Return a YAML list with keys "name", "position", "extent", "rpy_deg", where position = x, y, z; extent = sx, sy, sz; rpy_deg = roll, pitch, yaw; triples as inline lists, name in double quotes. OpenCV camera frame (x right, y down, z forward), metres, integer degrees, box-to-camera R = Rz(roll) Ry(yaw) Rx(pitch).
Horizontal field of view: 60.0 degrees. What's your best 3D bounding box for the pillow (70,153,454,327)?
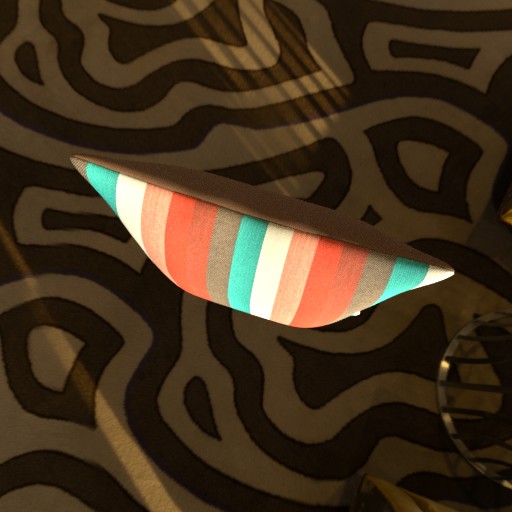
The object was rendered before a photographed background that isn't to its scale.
- name: "pillow"
  position: [0.000, 0.000, 0.710]
  extent: [0.453, 0.443, 0.168]
  rpy_deg: [17, 77, 4]
